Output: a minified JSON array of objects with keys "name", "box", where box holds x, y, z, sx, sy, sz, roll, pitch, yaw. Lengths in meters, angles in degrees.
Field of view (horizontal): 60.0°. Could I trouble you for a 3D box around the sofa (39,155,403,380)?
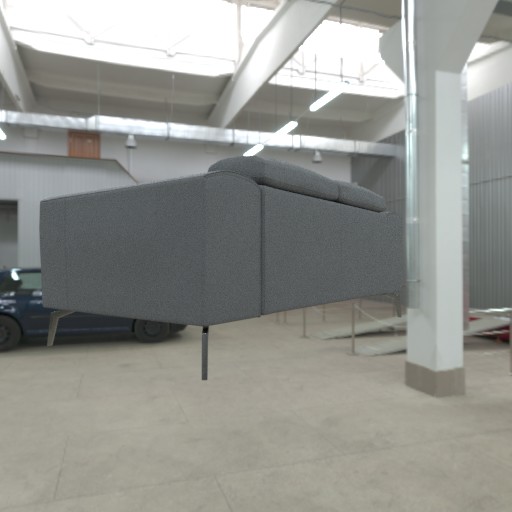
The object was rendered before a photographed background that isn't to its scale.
[{"name":"sofa","box":[0.000,0.000,2.387,1.003,0.779,1.895,0,-1,36]}]
